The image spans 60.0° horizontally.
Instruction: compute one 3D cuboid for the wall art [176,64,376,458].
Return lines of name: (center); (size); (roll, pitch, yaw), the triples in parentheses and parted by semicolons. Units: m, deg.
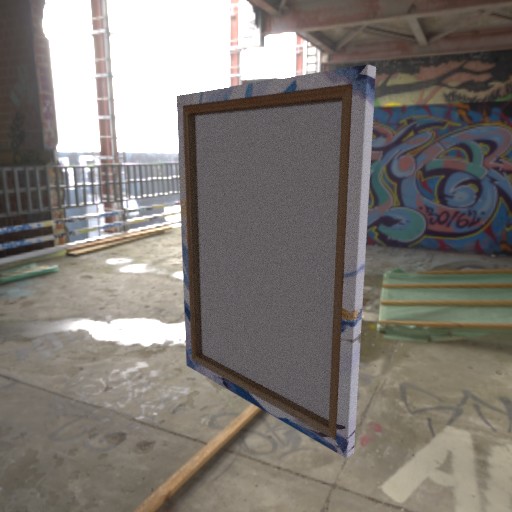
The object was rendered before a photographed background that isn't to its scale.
wall art: (0.000, 0.000, 1.386); (0.038, 1.015, 0.761); (-12, 18, -42)
